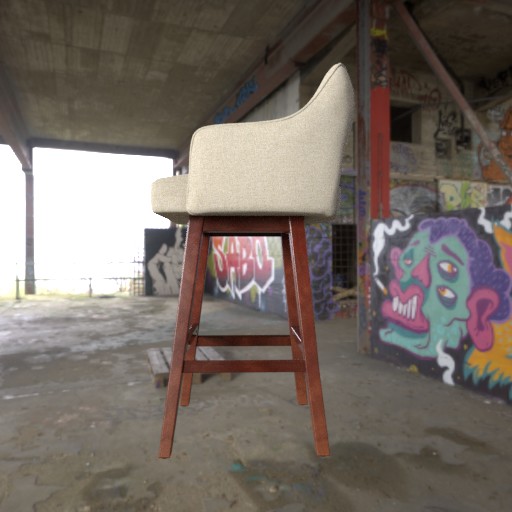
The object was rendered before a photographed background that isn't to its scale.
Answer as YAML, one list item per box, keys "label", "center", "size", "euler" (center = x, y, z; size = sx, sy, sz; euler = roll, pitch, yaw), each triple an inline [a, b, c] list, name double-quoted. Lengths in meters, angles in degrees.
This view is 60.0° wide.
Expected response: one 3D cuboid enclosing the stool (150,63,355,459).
- label: "stool"
  center: [0.000, 0.000, 1.352]
  size: [0.560, 1.041, 0.550]
  euler: [0, 0, -2]
